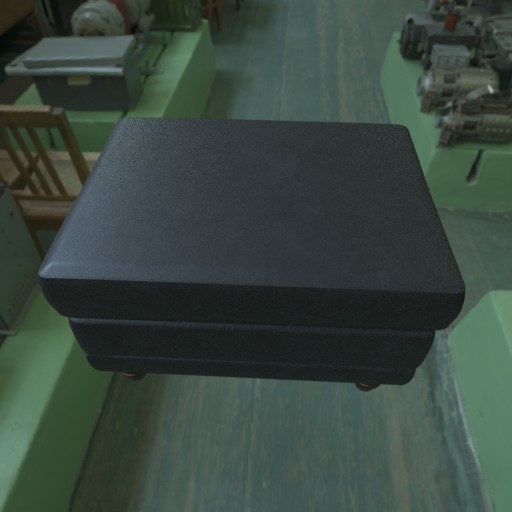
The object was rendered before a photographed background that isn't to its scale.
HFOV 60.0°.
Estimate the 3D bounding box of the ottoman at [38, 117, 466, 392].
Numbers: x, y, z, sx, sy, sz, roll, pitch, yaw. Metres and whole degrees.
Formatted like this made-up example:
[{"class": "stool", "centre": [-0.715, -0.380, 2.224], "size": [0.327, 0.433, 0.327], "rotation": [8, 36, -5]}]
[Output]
[{"class": "ottoman", "centre": [0.000, 0.000, 1.146], "size": [0.795, 0.498, 0.590], "rotation": [2, 46, 2]}]
